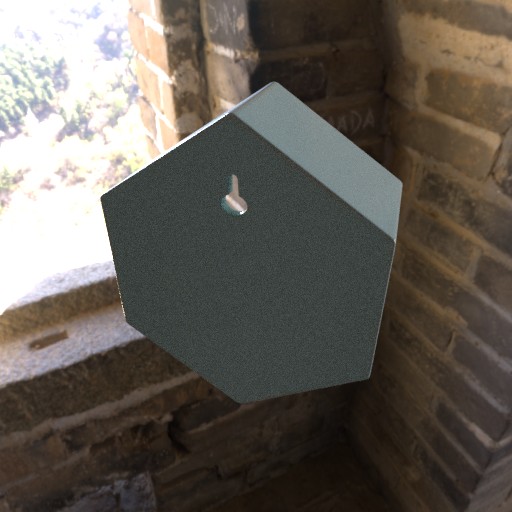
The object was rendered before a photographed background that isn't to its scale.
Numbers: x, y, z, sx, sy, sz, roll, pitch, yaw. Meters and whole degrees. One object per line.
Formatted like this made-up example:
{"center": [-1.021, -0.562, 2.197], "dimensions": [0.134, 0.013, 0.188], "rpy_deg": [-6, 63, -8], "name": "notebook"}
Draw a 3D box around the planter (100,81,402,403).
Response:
{"center": [0.000, 0.000, 0.295], "dimensions": [0.169, 0.207, 0.078], "rpy_deg": [10, 34, 15], "name": "planter"}
